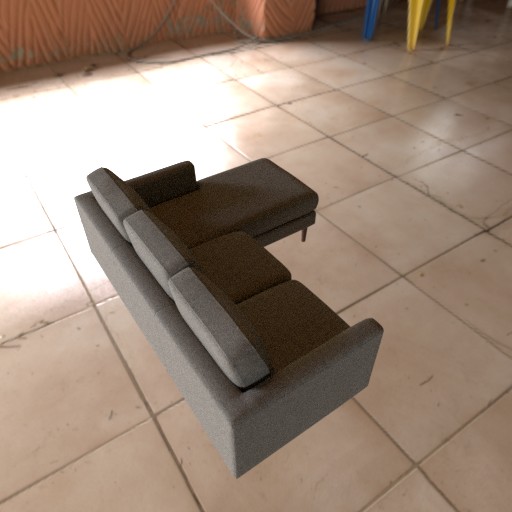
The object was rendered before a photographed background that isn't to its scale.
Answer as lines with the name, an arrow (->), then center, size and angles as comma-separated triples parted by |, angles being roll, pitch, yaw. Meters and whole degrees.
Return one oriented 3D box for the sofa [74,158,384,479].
sofa -> 0.000, 0.000, 2.932 | 1.667, 0.957, 2.055 | -25, 47, -25
